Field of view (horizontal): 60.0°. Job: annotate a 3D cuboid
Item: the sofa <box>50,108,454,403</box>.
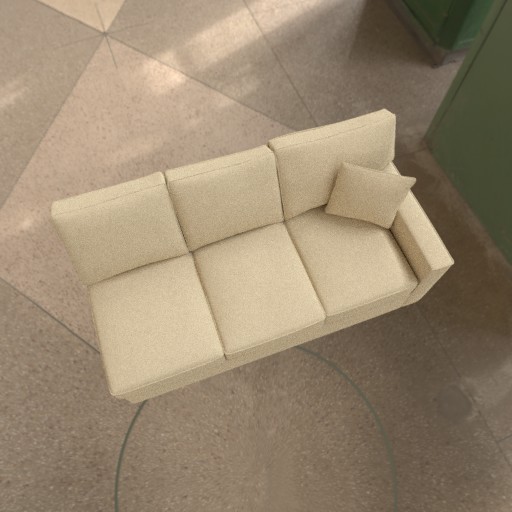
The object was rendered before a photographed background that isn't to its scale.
[{"bbox_3d":[0.000,0.000,2.613,1.963,0.946,1.034,-18,65,-9],"label":"sofa"}]
